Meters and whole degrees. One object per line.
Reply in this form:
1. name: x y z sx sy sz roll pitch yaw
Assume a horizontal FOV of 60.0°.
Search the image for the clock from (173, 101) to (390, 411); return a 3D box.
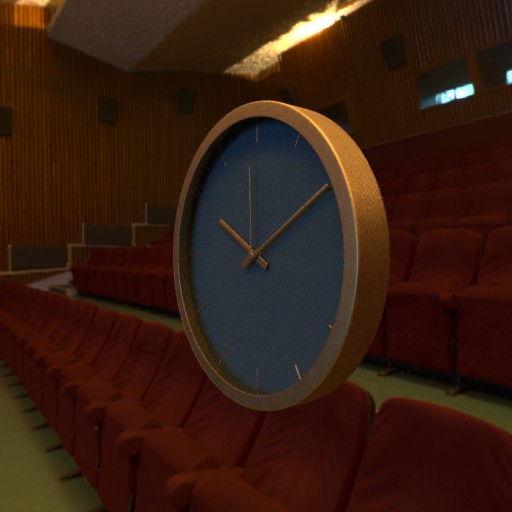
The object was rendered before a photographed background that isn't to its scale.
1. clock: 0.000 0.000 0.476 0.040 0.314 0.314 0 1 -37
